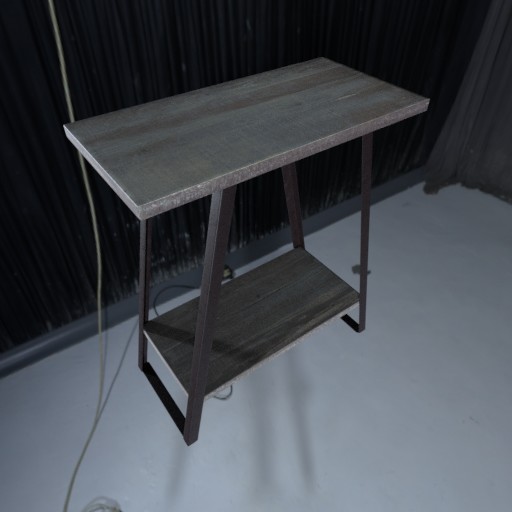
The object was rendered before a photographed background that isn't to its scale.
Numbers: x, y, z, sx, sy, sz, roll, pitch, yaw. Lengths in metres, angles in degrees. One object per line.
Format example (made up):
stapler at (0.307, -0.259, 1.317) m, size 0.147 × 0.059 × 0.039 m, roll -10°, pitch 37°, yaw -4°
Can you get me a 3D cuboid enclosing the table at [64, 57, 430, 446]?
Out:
table at (0.000, 0.000, 1.033) m, size 0.599 × 0.701 × 0.300 m, roll -26°, pitch 48°, yaw -26°
